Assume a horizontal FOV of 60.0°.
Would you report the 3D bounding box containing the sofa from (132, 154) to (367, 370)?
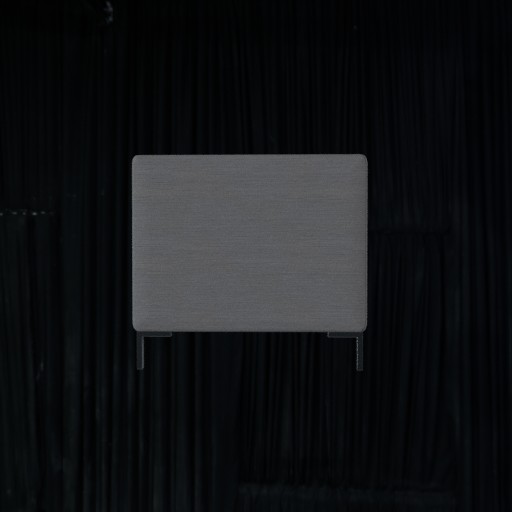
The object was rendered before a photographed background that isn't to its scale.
[{"bbox_3d":[0.000,0.000,2.260,0.686,0.635,1.981,0,1,1],"label":"sofa"}]
